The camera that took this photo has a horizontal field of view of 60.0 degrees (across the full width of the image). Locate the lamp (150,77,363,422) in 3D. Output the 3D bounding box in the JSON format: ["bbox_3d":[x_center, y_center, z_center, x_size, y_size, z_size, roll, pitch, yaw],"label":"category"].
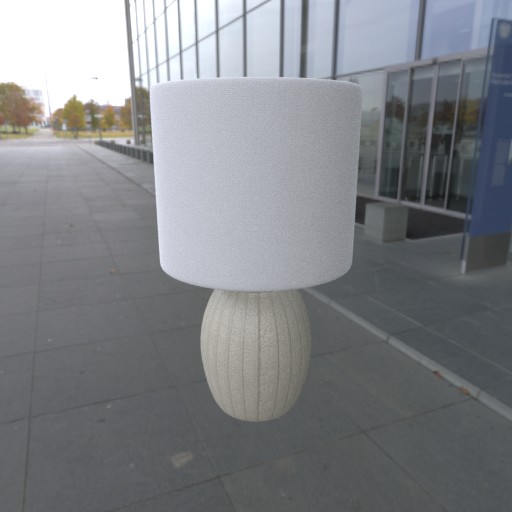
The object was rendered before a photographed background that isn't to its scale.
[{"bbox_3d":[0.000,0.000,0.774,0.329,0.570,0.329,-2,16,-9],"label":"lamp"}]
